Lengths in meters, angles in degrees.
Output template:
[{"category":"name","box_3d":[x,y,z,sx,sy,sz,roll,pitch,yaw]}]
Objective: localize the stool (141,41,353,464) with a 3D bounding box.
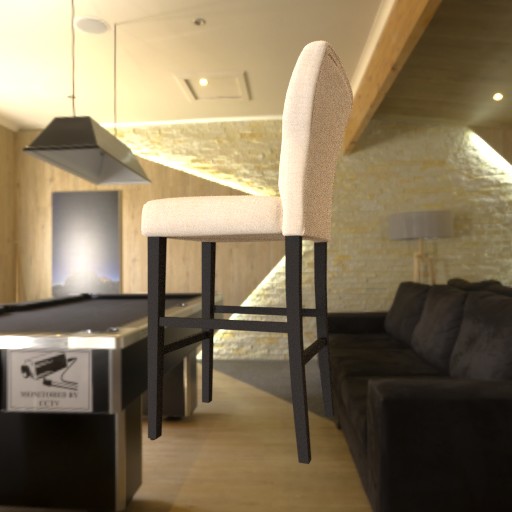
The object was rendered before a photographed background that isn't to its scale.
[{"category":"stool","box_3d":[0.000,0.000,1.457,0.603,1.124,0.516,0,-1,19]}]
